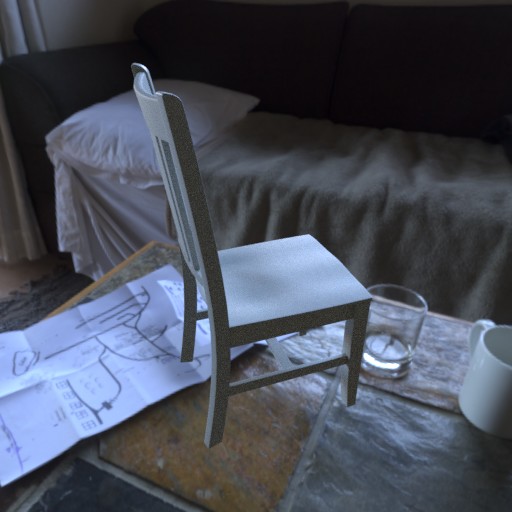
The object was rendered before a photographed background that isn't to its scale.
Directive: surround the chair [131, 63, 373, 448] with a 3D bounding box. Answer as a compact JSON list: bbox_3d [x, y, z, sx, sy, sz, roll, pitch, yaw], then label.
[{"bbox_3d":[0.000,0.000,1.277,0.555,0.998,0.450,-10,32,-17],"label":"chair"}]
